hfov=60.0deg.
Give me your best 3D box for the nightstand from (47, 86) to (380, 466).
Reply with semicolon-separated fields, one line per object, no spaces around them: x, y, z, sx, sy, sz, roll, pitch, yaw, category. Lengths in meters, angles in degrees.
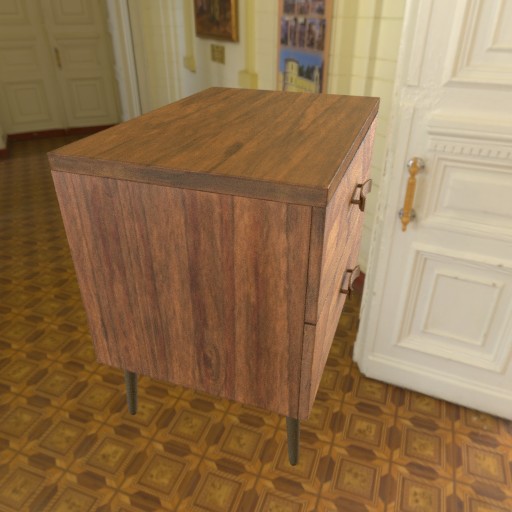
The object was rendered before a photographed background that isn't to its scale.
0.000;0.000;1.009;0.458;0.610;0.610;10;32;17;nightstand
